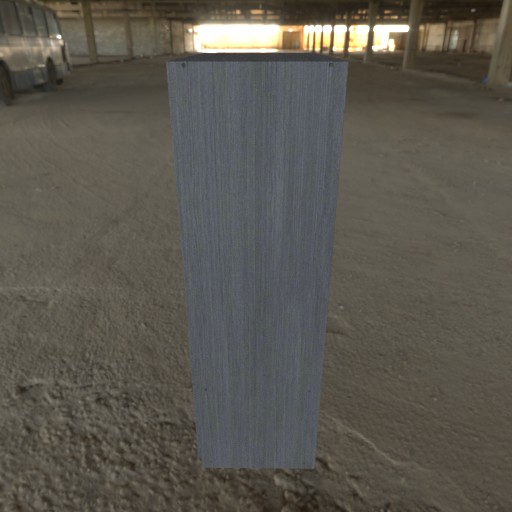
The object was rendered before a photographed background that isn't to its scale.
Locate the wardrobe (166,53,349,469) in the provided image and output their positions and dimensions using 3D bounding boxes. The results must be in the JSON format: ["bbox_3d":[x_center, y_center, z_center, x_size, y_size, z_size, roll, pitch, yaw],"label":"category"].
[{"bbox_3d":[0.000,0.000,2.197,0.577,1.808,0.991,0,26,1],"label":"wardrobe"}]
